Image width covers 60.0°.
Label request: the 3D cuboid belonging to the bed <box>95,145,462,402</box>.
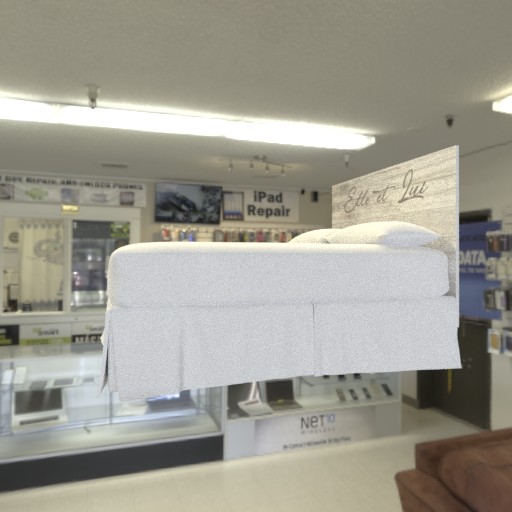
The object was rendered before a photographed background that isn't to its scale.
[{"bbox_3d":[0.000,0.000,3.089,2.094,1.335,1.745,0,0,-18],"label":"bed"}]
